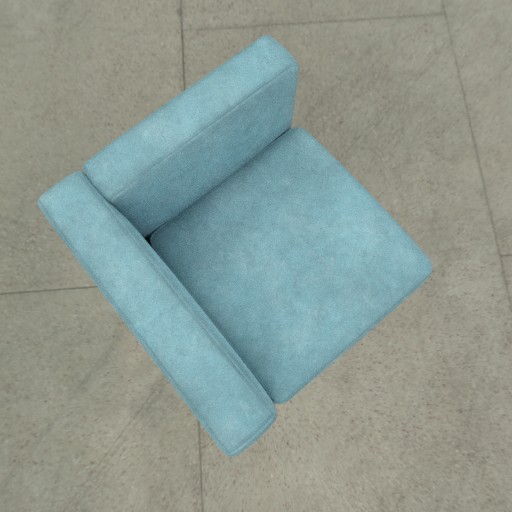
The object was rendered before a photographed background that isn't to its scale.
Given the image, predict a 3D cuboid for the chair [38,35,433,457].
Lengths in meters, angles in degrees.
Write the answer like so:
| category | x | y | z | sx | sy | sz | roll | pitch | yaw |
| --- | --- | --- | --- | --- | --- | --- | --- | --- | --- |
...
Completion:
| category | x | y | z | sx | sy | sz | roll | pitch | yaw |
| --- | --- | --- | --- | --- | --- | --- | --- | --- | --- |
| chair | 0.000 | 0.000 | 1.217 | 0.684 | 0.660 | 0.691 | -39 | 79 | -9 |
